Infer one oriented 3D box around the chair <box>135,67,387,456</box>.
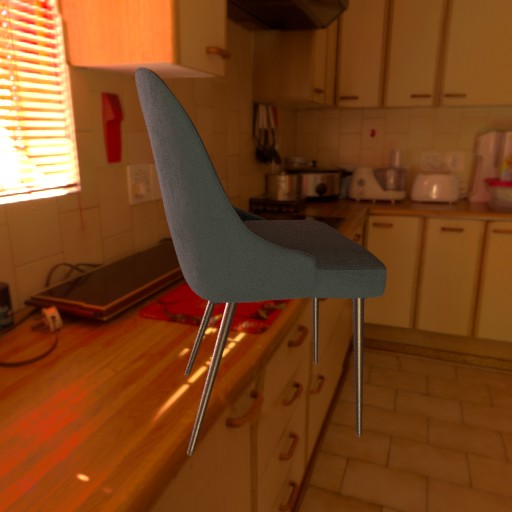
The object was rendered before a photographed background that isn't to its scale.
[{"bbox_3d":[0.000,0.000,1.176,0.559,0.896,0.478,-3,16,-9],"label":"chair"}]
